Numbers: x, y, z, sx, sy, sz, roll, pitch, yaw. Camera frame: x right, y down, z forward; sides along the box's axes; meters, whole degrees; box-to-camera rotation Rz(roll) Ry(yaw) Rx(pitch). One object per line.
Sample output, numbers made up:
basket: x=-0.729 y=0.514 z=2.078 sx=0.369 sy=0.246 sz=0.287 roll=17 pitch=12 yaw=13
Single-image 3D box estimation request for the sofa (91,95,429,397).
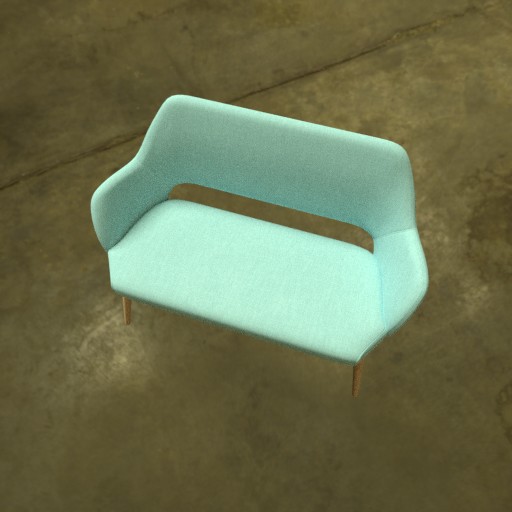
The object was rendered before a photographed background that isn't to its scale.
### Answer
sofa: x=0.000 y=0.000 z=1.657 sx=1.150 sy=0.840 sz=0.610 roll=15 pitch=61 yaw=9
